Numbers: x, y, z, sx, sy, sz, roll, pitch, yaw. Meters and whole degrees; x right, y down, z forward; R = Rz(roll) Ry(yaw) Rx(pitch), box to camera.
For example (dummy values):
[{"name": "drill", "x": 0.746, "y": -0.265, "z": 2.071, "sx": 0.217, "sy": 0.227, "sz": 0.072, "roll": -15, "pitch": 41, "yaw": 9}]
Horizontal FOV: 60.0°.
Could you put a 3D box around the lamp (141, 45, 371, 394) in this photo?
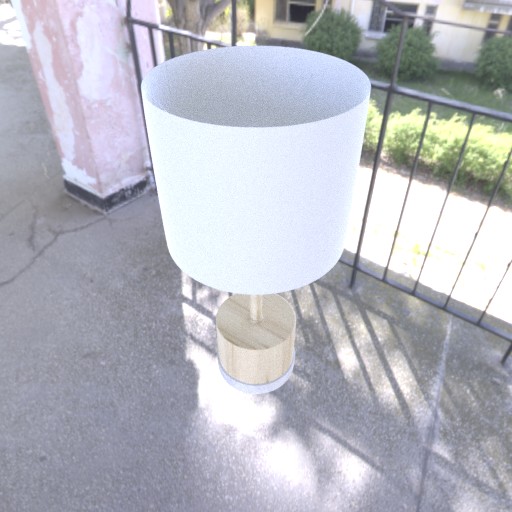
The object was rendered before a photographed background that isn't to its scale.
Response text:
[{"name": "lamp", "x": 0.000, "y": 0.000, "z": 0.598, "sx": 0.229, "sy": 0.470, "sz": 0.229, "roll": 26, "pitch": 47, "yaw": 27}]
